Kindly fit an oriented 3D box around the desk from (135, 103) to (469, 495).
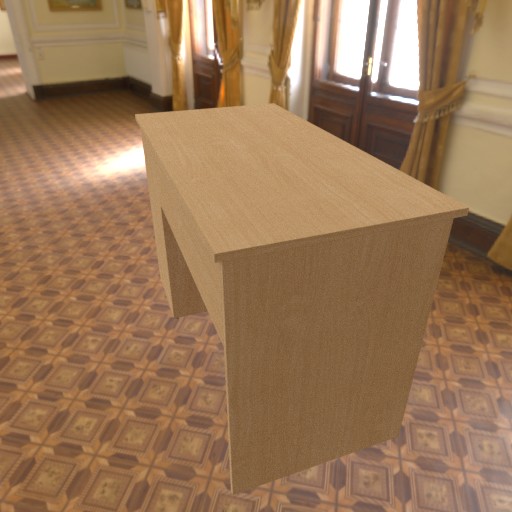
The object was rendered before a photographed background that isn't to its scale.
[{"bbox_3d":[0.000,0.000,1.486,0.560,0.735,1.097,-11,32,-17],"label":"desk"}]
